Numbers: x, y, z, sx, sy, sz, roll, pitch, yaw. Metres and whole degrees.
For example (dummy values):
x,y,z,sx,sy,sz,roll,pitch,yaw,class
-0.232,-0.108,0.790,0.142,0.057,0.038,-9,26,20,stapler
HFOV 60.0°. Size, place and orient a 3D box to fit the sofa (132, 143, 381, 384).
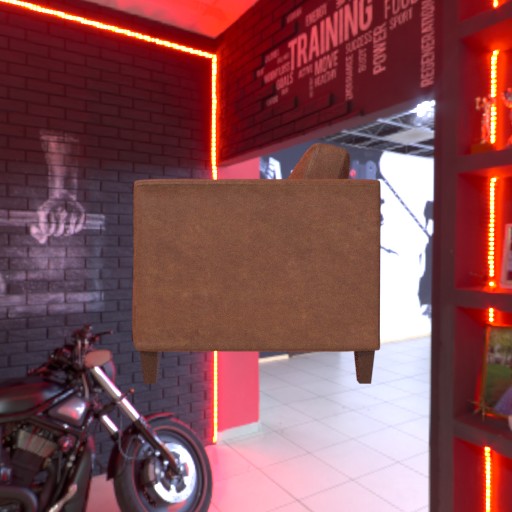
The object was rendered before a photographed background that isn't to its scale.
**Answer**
x,y,z,sx,sy,sz,roll,pitch,yaw,class
0.000,0.000,2.716,0.950,0.932,2.204,0,1,0,sofa
